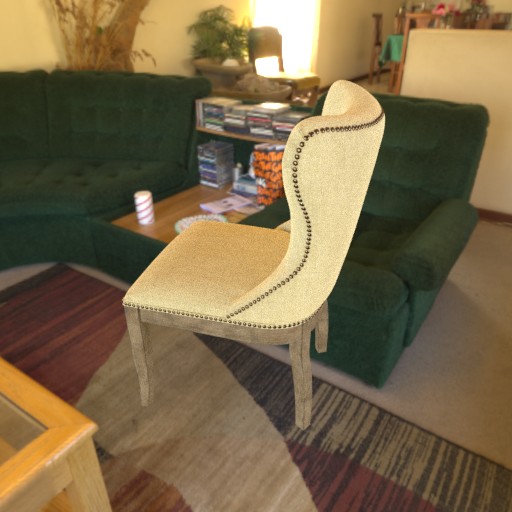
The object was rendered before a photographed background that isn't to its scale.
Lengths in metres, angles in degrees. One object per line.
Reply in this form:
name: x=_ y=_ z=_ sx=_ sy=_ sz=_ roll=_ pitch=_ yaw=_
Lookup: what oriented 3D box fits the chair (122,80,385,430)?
chair: x=0.000 y=0.000 z=1.423 sx=0.681 sy=1.002 sz=0.654 roll=8 pitch=31 yaw=14
